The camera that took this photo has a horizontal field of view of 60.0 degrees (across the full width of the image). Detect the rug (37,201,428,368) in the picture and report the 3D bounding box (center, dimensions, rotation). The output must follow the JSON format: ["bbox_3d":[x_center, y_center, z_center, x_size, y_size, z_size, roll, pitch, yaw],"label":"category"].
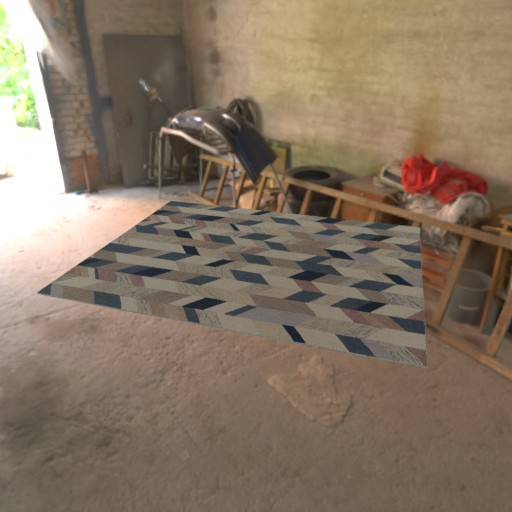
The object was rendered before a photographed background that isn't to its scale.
[{"bbox_3d":[0.000,0.000,4.300,3.072,0.011,2.451,8,27,16],"label":"rug"}]
